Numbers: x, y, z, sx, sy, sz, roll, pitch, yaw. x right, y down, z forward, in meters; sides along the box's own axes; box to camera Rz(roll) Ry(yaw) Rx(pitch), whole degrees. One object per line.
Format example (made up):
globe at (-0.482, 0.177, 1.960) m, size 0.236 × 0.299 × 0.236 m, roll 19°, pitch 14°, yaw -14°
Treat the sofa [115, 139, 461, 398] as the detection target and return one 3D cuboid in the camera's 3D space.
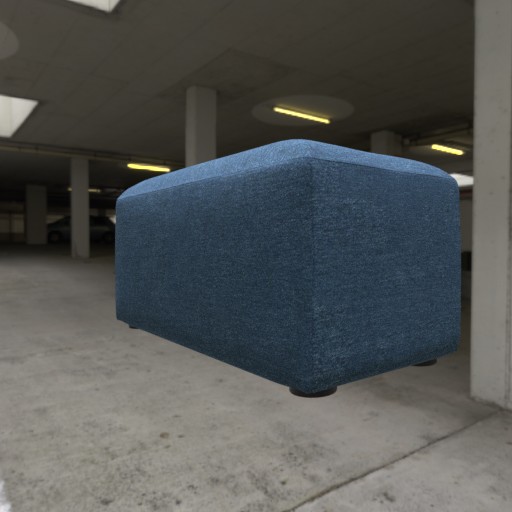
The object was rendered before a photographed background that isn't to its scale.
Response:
sofa at (0.000, 0.000, 1.219) m, size 0.480 × 0.470 × 0.930 m, roll -1°, pitch 2°, yaw -37°
